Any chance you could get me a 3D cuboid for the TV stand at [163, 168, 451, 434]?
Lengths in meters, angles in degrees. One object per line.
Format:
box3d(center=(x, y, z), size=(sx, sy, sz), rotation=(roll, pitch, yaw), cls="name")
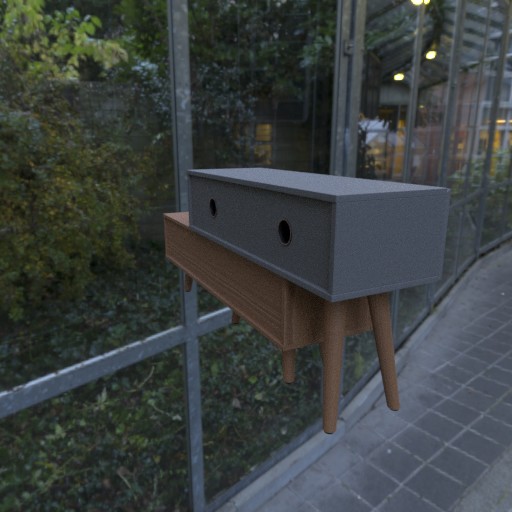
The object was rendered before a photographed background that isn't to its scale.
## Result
box3d(center=(0.000, 0.000, 1.593), size=(0.329, 0.591, 1.336), rotation=(-7, 16, -26), cls="TV stand")
